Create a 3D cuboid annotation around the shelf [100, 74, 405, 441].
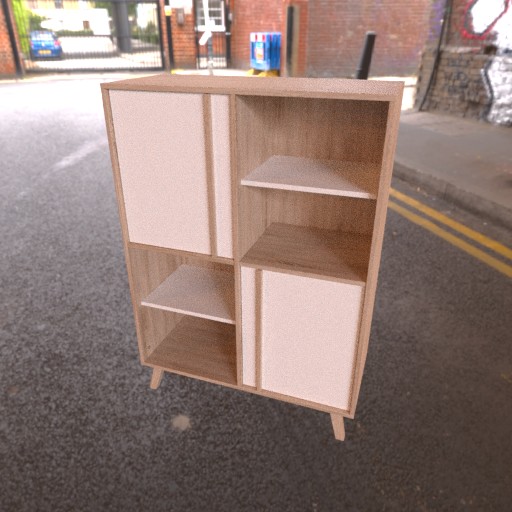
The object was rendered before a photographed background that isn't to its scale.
[{"bbox_3d":[0.000,0.000,1.895,1.000,1.390,0.450,9,28,17],"label":"shelf"}]
